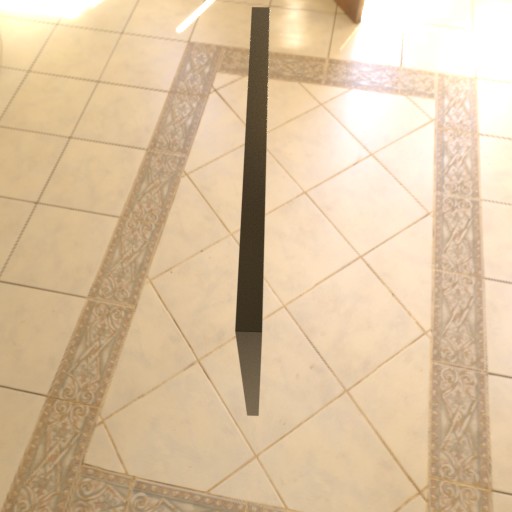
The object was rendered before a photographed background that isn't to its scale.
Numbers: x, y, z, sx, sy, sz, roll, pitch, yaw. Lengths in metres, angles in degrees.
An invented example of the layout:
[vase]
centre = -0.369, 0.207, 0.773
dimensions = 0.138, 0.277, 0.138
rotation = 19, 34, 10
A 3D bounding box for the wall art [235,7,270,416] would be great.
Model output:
[wall art]
centre = 0.000, 0.000, 1.335
dimensions = 0.043, 1.046, 0.788
rotation = 1, 63, 1
